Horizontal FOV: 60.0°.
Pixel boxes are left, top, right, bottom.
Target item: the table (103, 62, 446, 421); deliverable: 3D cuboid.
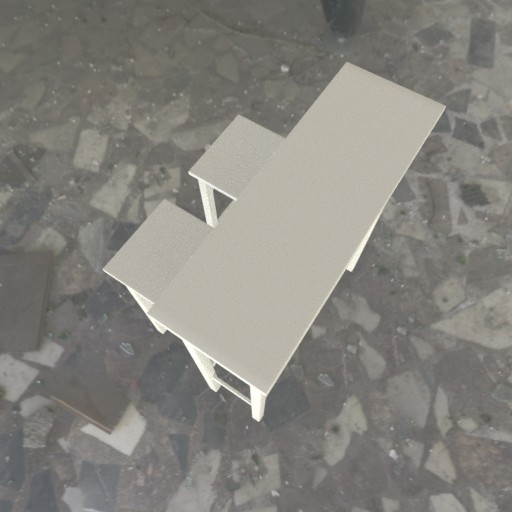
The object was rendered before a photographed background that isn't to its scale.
[{"bbox_3d":[0.000,0.000,1.610,0.650,1.065,0.915,31,68,14],"label":"table"}]
